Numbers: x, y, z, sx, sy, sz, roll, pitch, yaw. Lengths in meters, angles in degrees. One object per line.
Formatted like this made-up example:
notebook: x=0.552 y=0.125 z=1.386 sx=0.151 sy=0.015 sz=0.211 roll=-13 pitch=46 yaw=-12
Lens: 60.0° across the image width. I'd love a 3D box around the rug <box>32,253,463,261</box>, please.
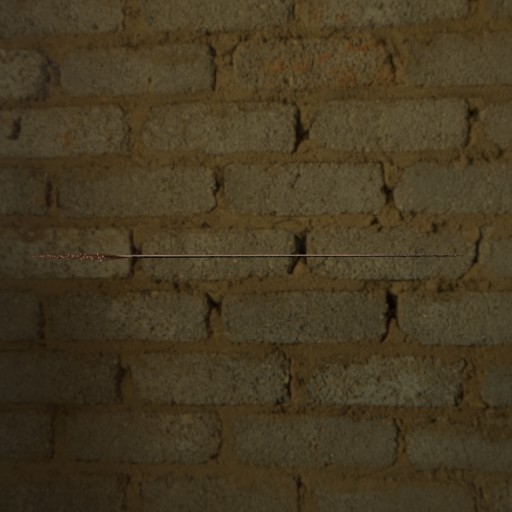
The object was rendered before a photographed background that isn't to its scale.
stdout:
rug: x=0.000 y=0.000 z=2.400 sx=2.021 sy=0.027 sz=1.224 roll=0 pitch=0 yaw=-36
